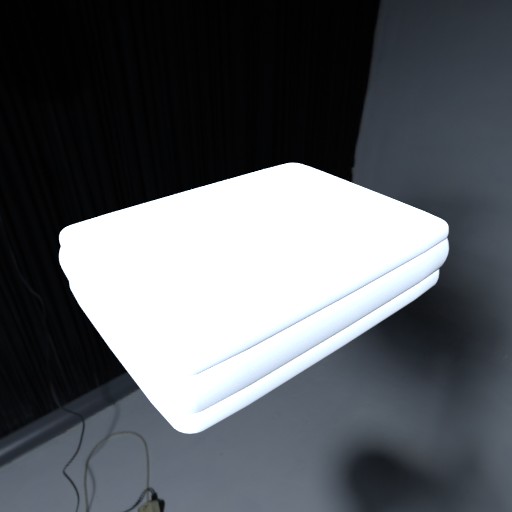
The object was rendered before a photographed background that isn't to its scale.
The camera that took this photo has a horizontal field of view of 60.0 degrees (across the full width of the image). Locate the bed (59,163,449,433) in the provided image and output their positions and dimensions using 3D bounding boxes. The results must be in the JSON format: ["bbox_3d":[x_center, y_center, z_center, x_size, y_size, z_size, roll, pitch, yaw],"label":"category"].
[{"bbox_3d":[0.000,0.000,2.742,2.036,0.460,1.520,-22,38,-32],"label":"bed"}]
